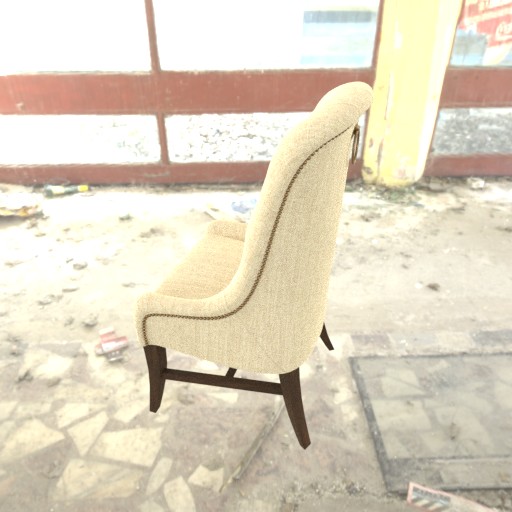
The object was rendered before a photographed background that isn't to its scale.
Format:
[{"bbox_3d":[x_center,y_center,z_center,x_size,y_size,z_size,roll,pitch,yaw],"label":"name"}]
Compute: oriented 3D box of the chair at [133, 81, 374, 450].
[{"bbox_3d":[0.000,0.000,1.478,0.629,1.091,0.634,9,31,15],"label":"chair"}]
